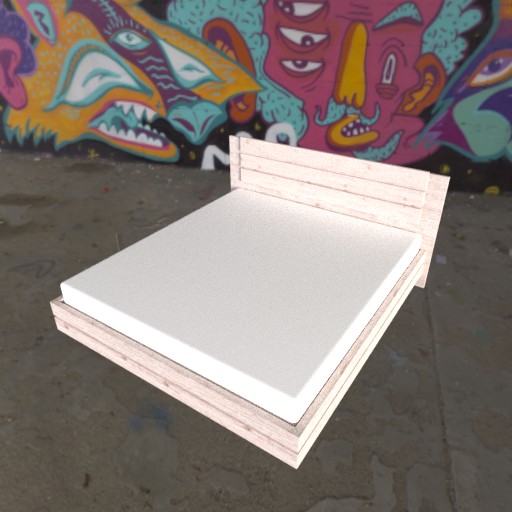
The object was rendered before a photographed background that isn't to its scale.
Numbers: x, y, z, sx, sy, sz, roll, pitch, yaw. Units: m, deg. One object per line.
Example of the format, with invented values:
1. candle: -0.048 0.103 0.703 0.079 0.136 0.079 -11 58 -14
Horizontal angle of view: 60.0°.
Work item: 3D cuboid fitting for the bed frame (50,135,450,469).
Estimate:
1. bed frame: 0.000 0.000 3.131 1.950 0.970 2.080 19 35 29
